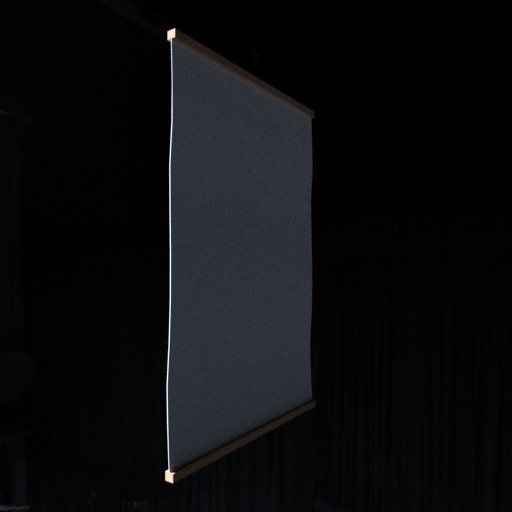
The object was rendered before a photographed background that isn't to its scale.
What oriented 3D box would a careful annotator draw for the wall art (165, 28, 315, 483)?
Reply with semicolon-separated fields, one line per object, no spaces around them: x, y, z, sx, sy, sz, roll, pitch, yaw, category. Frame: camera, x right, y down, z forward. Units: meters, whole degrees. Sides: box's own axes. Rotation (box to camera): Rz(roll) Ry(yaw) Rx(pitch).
0.000;0.000;0.634;0.012;0.508;0.332;-1;-2;36;wall art
